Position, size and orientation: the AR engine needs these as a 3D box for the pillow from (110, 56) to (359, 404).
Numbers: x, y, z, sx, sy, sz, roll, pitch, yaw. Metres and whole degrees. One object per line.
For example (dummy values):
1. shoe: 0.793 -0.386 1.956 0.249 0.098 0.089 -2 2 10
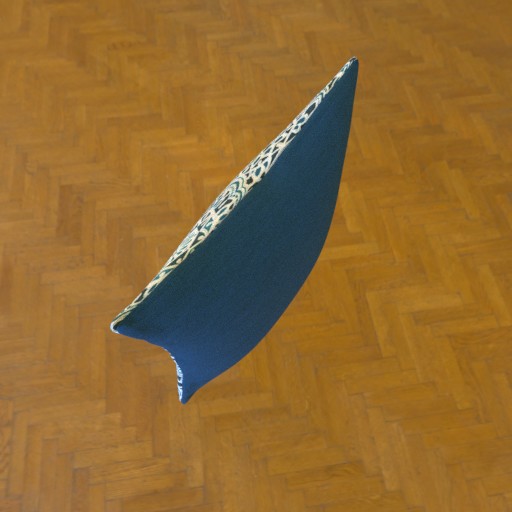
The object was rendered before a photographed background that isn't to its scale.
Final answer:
1. pillow: 0.000 0.000 0.656 0.145 0.420 0.440 33 68 15
